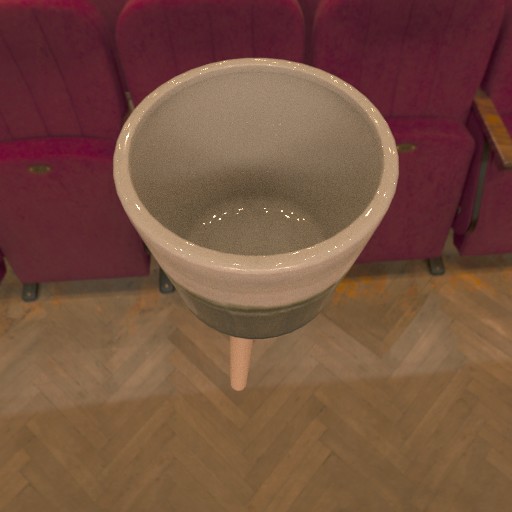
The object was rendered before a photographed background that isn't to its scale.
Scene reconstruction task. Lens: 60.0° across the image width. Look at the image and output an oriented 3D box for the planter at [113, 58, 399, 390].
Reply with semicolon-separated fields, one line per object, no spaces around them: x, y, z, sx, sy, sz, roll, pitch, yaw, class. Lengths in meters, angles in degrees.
0.000;0.000;0.479;0.217;0.331;0.217;-3;60;-2;planter
